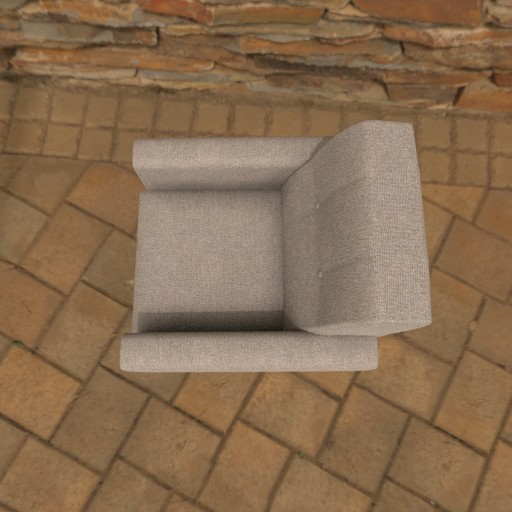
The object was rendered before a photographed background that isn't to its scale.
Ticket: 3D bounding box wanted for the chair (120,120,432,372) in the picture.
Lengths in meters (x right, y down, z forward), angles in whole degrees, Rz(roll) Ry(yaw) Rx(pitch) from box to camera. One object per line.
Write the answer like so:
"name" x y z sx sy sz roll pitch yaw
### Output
"chair" 0.000 0.000 1.673 0.942 0.968 0.845 0 77 0
